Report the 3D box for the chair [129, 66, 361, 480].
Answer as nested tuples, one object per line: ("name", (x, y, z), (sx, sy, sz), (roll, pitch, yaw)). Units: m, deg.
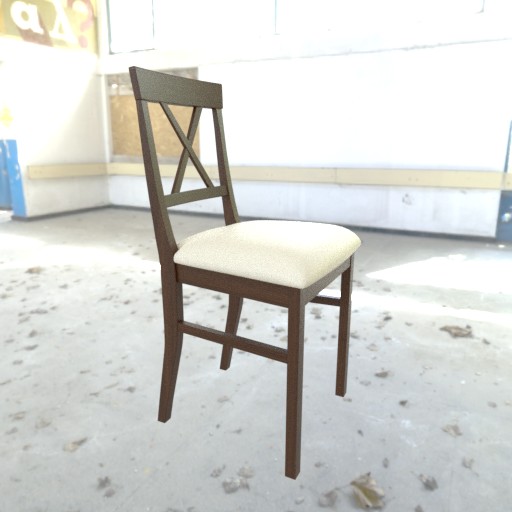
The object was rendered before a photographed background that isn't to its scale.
("chair", (0.000, 0.000, 1.171), (0.480, 0.913, 0.440), (7, 16, 26))
